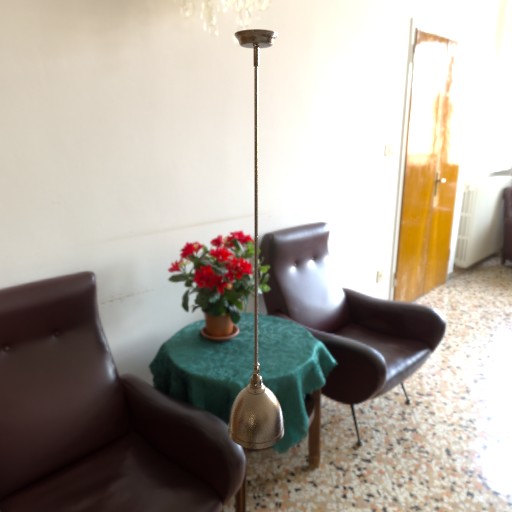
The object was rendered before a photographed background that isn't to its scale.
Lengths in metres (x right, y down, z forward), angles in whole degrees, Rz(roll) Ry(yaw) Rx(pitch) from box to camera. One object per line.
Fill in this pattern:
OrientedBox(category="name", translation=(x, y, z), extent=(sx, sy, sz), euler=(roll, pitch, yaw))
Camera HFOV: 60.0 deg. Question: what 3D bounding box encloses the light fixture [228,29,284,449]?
OrientedBox(category="light fixture", translation=(0.000, 0.000, 1.497), extent=(0.211, 1.367, 0.217), euler=(2, 15, 9))
